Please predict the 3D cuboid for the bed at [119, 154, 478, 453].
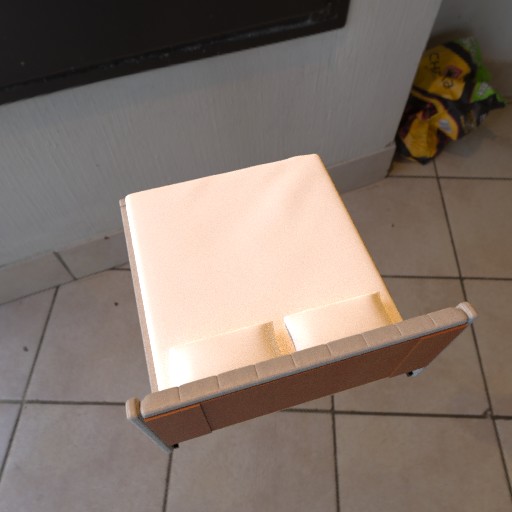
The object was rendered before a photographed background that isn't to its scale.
[{"bbox_3d":[0.000,0.000,3.553,2.062,1.289,2.342,-14,59,-9],"label":"bed"}]
